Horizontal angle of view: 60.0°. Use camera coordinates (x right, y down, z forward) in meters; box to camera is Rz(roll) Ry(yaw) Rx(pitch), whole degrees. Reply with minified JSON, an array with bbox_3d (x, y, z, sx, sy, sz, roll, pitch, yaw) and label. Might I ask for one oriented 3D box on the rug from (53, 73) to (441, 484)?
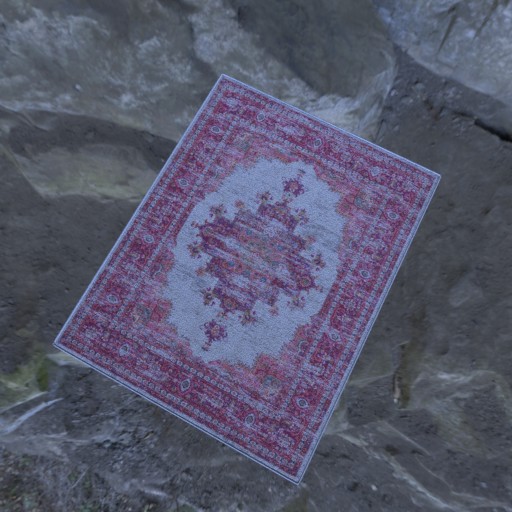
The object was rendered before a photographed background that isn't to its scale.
[{"bbox_3d":[0.000,0.000,4.120,2.447,0.017,3.123,27,78,6],"label":"rug"}]
